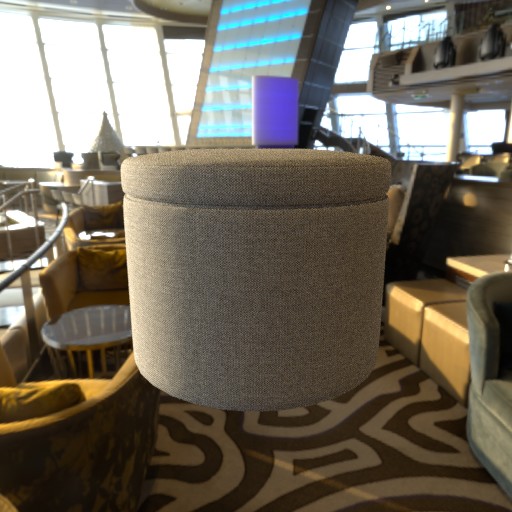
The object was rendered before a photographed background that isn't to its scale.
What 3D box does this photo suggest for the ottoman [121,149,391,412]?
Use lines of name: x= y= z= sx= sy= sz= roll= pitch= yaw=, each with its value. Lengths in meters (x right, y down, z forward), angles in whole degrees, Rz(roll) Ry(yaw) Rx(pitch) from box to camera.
ottoman: x=0.000 y=0.000 z=0.893 sx=0.500 sy=0.419 sz=0.500 roll=0 pitch=14 yaw=0
